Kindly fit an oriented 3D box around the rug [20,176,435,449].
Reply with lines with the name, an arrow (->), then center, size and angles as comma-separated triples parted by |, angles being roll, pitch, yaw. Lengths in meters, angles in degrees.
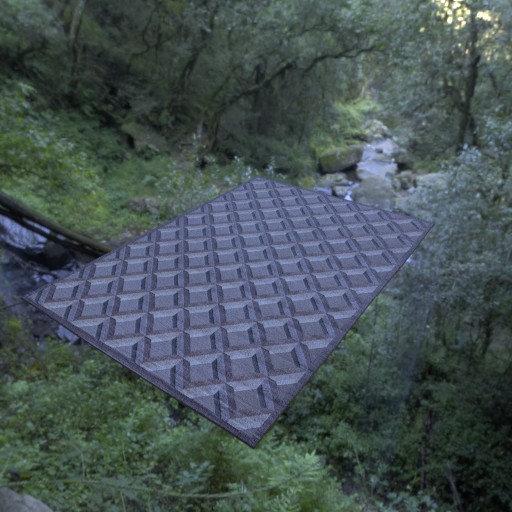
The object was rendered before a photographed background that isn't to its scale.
rug -> 0.000, 0.000, 2.831 | 1.600, 0.013, 2.260 | 21, 37, 30
